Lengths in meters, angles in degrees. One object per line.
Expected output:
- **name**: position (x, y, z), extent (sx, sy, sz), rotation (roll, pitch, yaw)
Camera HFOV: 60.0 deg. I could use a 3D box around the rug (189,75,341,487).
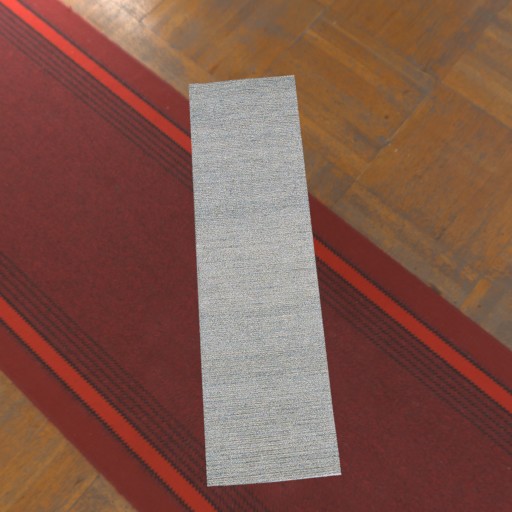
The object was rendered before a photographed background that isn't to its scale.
- **rug**: position (0.000, 0.000, 2.512), extent (0.675, 0.037, 2.341), rotation (-4, 75, -1)
